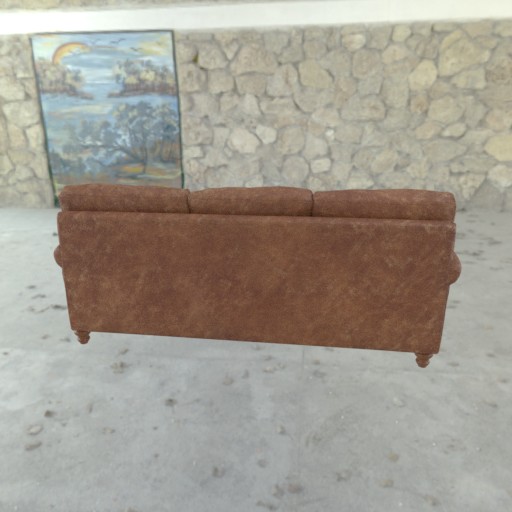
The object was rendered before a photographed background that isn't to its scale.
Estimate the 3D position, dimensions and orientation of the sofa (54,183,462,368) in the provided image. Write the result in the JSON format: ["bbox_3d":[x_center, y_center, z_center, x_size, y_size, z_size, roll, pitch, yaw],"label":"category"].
[{"bbox_3d":[0.000,0.000,2.889,2.351,0.977,0.973,2,16,8],"label":"sofa"}]
